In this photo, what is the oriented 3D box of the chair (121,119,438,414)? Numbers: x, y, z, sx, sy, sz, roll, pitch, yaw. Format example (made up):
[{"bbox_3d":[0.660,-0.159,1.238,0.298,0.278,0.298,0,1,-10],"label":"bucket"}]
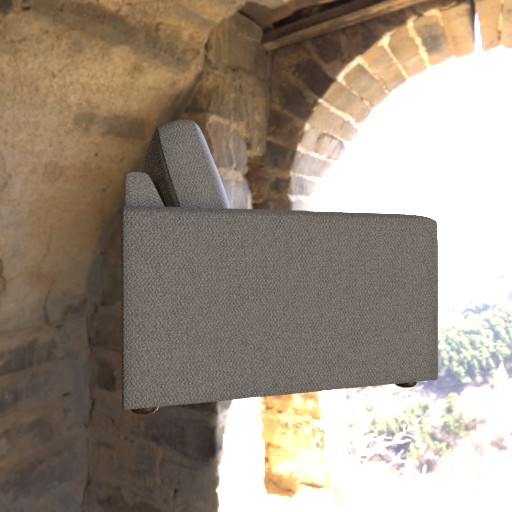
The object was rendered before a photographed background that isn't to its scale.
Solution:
[{"bbox_3d":[0.000,0.000,1.763,1.016,0.873,1.005,0,1,-16],"label":"chair"}]
